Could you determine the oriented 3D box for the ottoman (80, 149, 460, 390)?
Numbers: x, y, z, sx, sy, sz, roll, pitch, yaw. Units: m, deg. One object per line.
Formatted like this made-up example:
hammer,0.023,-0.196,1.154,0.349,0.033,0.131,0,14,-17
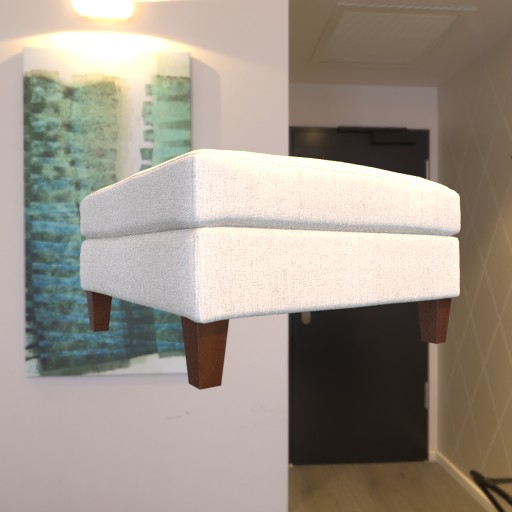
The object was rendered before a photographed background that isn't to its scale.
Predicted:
ottoman,0.000,0.000,1.327,0.838,0.478,0.838,0,0,-35
